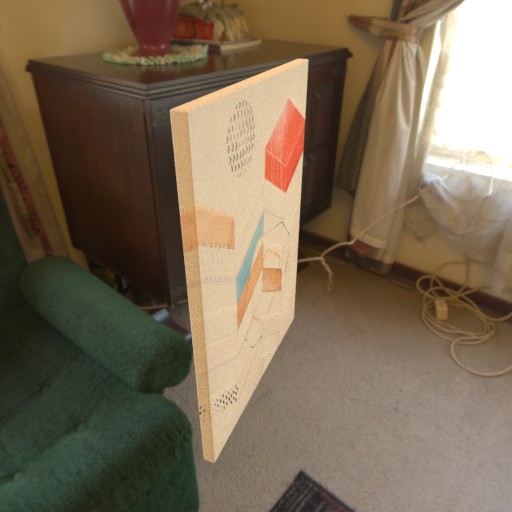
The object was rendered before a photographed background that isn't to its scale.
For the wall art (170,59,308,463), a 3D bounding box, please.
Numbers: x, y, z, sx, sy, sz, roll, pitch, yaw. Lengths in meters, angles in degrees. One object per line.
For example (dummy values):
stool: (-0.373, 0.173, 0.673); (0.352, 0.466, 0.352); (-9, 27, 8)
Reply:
wall art: (0.000, 0.000, 1.121); (0.036, 0.848, 0.613); (12, 33, 19)
